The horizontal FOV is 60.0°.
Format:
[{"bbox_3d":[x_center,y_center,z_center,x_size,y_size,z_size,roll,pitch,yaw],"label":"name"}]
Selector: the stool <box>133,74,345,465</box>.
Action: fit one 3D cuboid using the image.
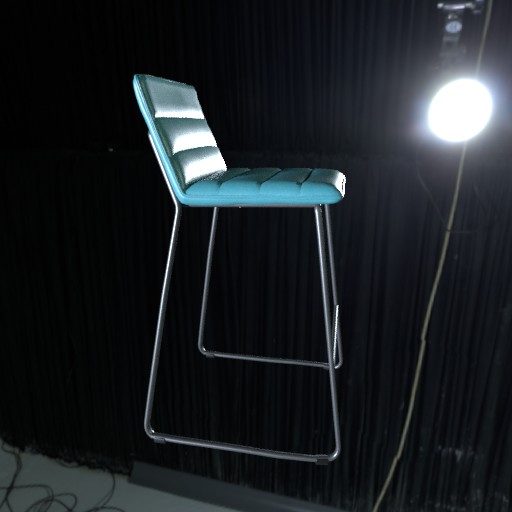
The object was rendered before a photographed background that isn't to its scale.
[{"bbox_3d":[0.000,0.000,1.249,0.524,0.936,0.489,3,17,11],"label":"stool"}]
